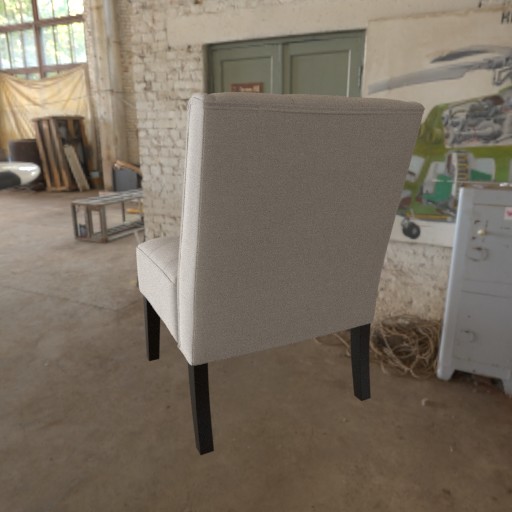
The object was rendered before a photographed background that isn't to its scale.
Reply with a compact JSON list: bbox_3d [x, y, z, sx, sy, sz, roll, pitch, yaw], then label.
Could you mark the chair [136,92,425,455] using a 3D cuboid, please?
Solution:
[{"bbox_3d":[0.000,0.000,1.302,0.569,0.853,0.676,-8,17,-26],"label":"chair"}]
